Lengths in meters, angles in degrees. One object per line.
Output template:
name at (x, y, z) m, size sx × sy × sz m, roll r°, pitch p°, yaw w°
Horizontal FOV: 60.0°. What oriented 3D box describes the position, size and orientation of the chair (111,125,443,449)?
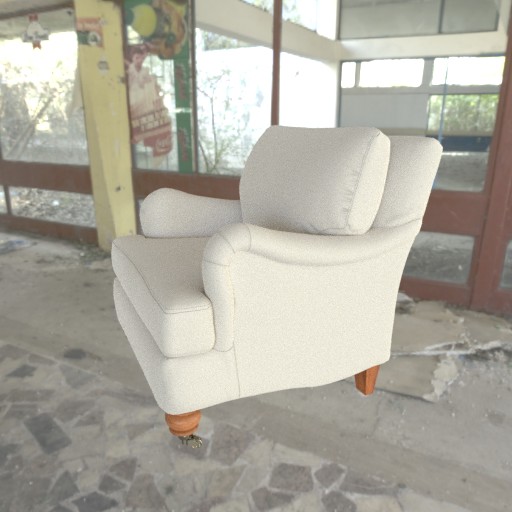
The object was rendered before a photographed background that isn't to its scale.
chair at (0.000, 0.000, 1.845) m, size 1.070 × 1.038 × 0.955 m, roll -8°, pitch 19°, yaw -25°
